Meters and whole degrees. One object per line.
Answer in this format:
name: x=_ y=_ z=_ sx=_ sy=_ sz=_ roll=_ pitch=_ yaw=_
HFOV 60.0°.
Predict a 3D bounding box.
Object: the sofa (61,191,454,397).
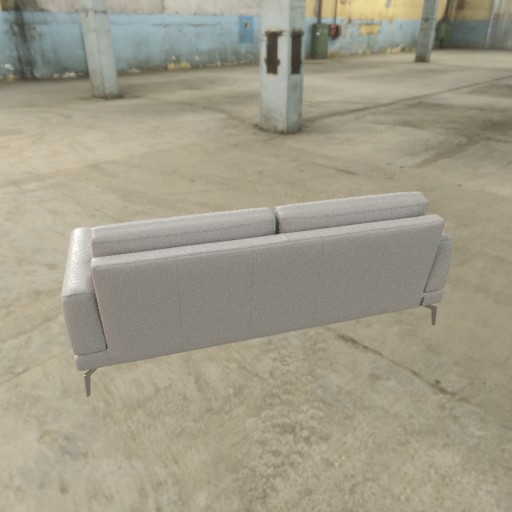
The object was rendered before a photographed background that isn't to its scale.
sofa: x=0.000 y=0.000 z=2.459 sx=1.940 sy=0.765 sz=0.974 roll=-8 pitch=28 yaw=-15
